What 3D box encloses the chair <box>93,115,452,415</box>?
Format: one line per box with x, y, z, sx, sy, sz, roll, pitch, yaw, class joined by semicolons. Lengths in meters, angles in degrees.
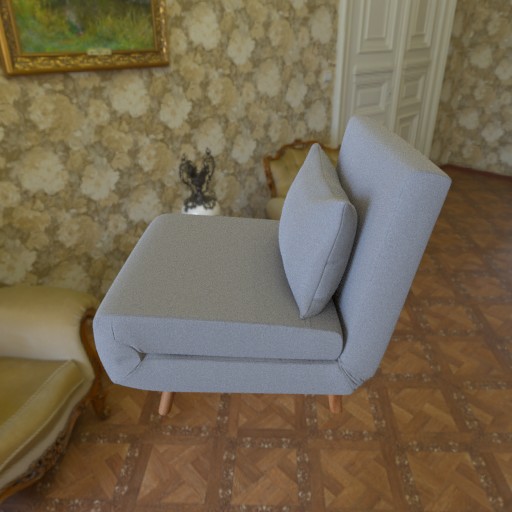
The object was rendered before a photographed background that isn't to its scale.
0.000;0.000;1.483;0.902;0.808;0.770;0;26;1;chair
